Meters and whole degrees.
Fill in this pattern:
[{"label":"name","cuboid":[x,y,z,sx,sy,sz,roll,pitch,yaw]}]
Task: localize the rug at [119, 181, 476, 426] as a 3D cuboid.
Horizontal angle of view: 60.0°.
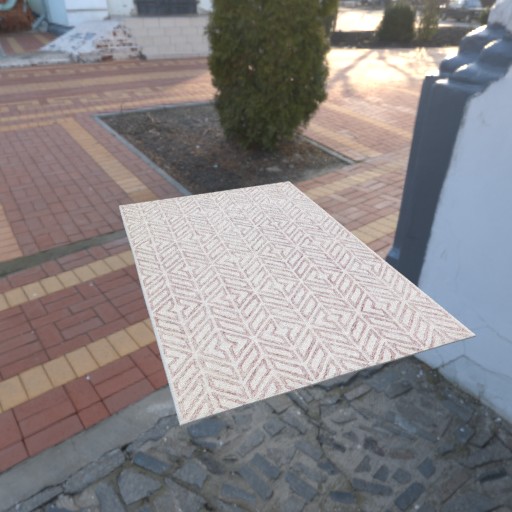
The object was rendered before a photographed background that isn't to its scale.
[{"label":"rug","cuboid":[0.000,0.000,2.347,1.220,0.007,1.828,-11,33,-18]}]
